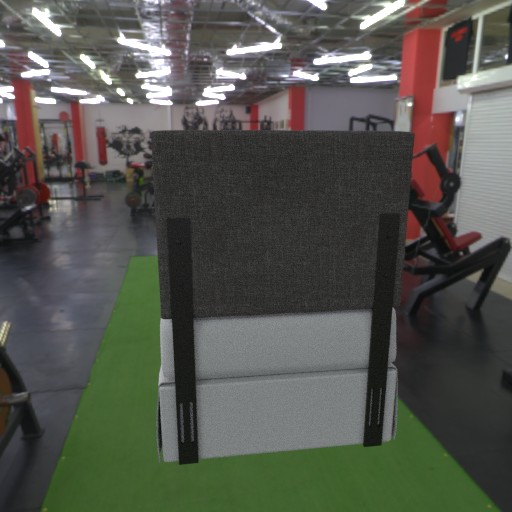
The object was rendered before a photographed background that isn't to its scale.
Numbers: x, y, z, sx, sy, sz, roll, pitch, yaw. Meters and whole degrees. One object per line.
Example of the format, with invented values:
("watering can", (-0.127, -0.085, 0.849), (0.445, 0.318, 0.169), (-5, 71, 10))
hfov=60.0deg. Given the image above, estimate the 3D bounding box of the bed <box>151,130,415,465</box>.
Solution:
("bed", (0.000, 0.000, 2.981), (1.261, 1.571, 1.997), (-2, 14, -8))
